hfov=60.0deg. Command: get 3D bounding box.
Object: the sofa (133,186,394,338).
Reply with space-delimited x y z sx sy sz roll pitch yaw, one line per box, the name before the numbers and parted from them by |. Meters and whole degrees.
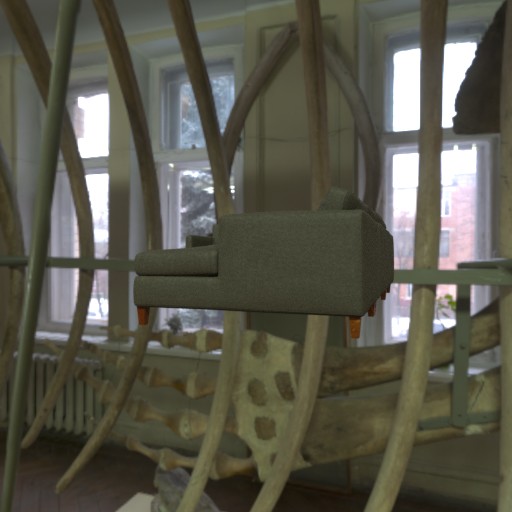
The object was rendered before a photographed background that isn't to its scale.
sofa | 0.000 0.000 4.588 2.594 0.961 3.460 0 0 20
